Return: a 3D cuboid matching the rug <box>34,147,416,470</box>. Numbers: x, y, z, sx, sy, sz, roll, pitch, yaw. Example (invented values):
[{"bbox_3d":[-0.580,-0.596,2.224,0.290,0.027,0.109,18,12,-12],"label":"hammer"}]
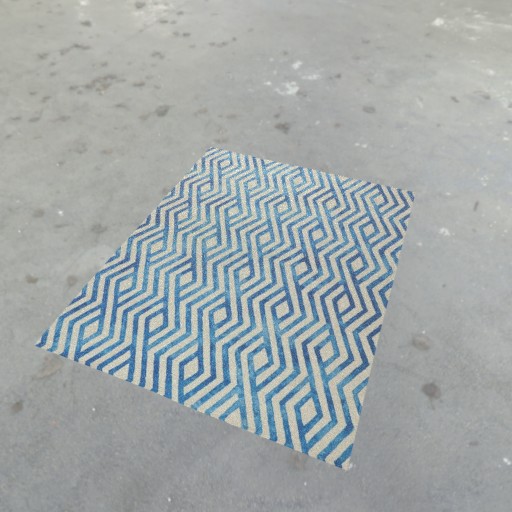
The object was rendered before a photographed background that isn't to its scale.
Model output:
[{"bbox_3d":[0.000,0.000,4.072,2.453,0.008,3.059,16,47,15],"label":"rug"}]
